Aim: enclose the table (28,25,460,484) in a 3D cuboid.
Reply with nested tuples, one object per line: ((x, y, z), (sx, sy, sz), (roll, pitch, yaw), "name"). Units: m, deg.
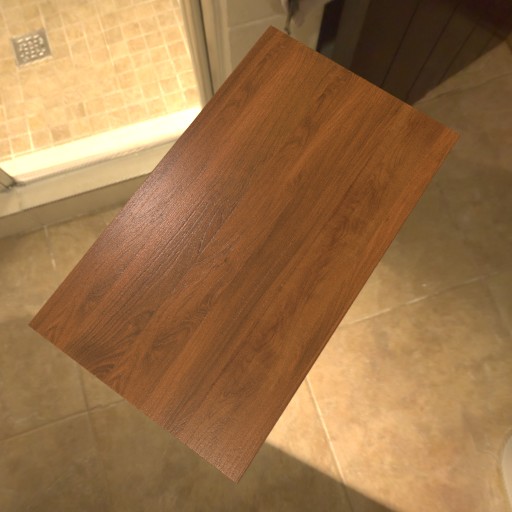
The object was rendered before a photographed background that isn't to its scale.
((0.000, 0.000, 1.673), (0.714, 0.760, 1.205), (34, 78, 8), "table")
